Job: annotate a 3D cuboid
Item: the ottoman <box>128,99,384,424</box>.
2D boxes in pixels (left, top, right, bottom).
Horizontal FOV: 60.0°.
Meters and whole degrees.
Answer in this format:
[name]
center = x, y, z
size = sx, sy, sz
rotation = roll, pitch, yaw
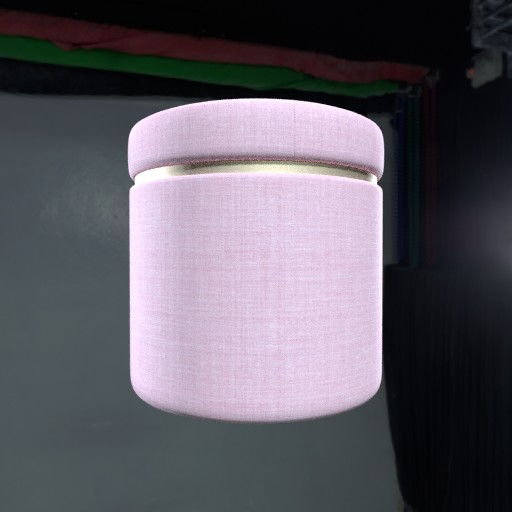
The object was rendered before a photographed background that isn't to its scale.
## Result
[ottoman]
center = 0.000, 0.000, 0.723
size = 0.400, 0.406, 0.400
rotation = 0, 1, 0
